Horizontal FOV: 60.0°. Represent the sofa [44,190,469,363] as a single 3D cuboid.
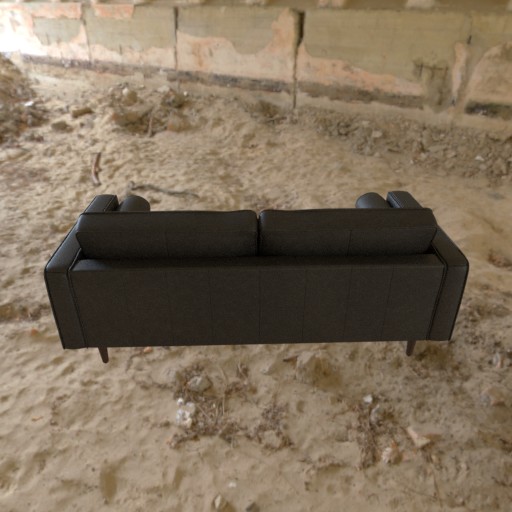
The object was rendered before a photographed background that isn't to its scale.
[{"bbox_3d":[0.000,0.000,2.375,1.879,0.770,0.921,-1,30,-2],"label":"sofa"}]
